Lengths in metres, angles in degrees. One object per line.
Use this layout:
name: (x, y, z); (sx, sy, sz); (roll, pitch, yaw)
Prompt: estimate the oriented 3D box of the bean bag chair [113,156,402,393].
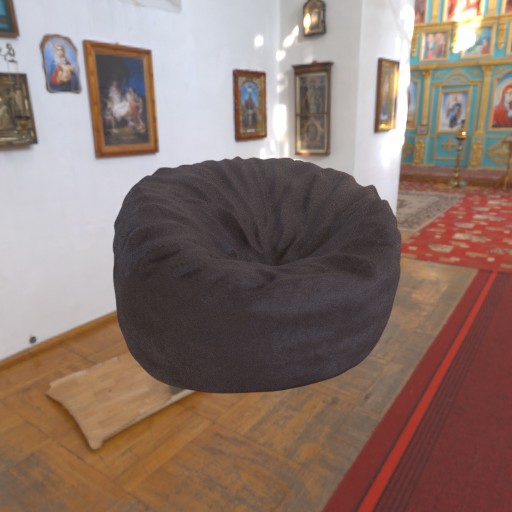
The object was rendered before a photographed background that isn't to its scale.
bean bag chair: (0.000, 0.000, 1.996); (1.245, 0.821, 1.245); (0, 16, 0)
